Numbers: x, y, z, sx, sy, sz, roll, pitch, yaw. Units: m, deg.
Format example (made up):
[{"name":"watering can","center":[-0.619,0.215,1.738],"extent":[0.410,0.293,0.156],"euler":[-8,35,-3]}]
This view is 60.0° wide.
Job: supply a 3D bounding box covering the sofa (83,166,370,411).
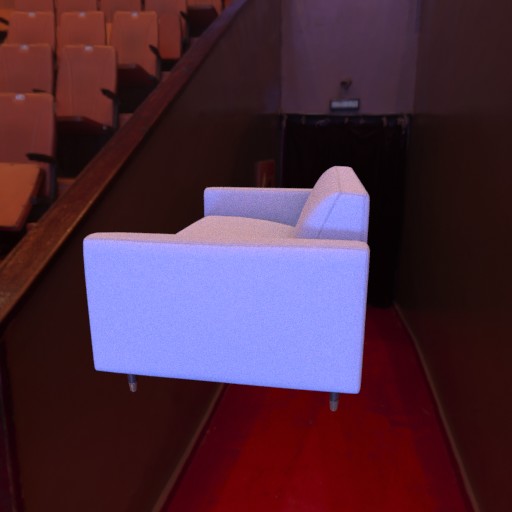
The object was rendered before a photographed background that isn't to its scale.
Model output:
[{"name":"sofa","center":[0.000,0.000,2.186],"extent":[0.950,0.801,1.585],"euler":[2,15,9]}]
